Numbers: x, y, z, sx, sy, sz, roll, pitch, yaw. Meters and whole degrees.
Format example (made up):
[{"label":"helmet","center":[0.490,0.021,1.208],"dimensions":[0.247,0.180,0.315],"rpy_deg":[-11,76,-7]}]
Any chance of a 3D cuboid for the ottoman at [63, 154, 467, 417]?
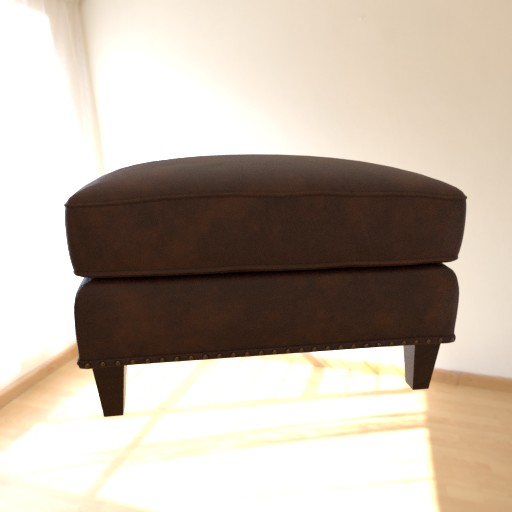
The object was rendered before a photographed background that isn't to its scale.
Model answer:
[{"label":"ottoman","center":[0.000,0.000,1.087],"dimensions":[0.742,0.486,0.586],"rpy_deg":[-2,14,-8]}]
